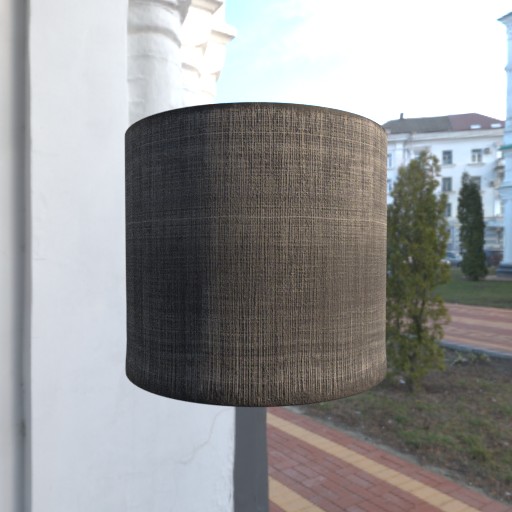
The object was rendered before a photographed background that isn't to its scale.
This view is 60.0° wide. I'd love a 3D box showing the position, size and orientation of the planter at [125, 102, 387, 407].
[{"bbox_3d":[0.000,0.000,0.313,0.178,0.157,0.178,0,0,0],"label":"planter"}]
